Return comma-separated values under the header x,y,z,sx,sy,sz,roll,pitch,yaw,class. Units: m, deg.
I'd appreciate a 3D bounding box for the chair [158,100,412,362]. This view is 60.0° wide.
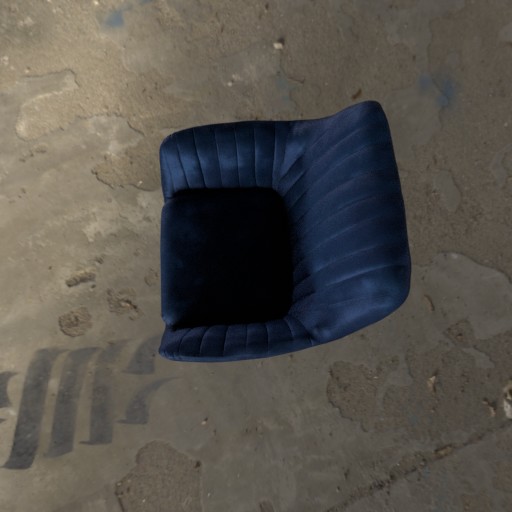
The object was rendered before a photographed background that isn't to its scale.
x,y,z,sx,sy,sz,roll,pitch,yaw,class
0.000,0.000,1.235,0.573,0.826,0.578,-3,75,-1,chair
